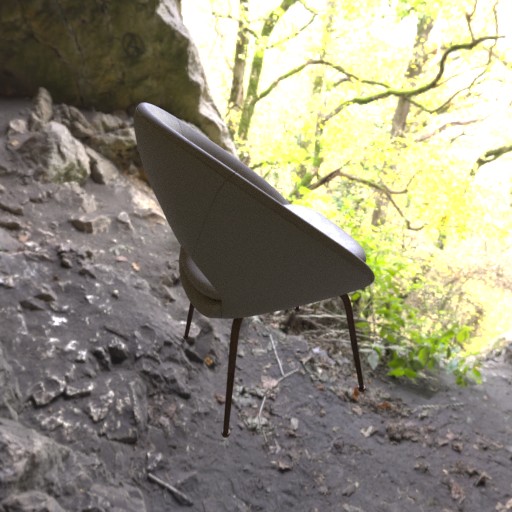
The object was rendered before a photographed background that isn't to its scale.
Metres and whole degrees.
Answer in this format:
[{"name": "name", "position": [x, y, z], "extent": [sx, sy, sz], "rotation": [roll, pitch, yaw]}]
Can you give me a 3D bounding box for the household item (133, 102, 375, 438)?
[{"name": "household item", "position": [0.000, 0.000, 1.263], "extent": [0.573, 0.852, 0.623], "rotation": [-11, 32, -19]}]
